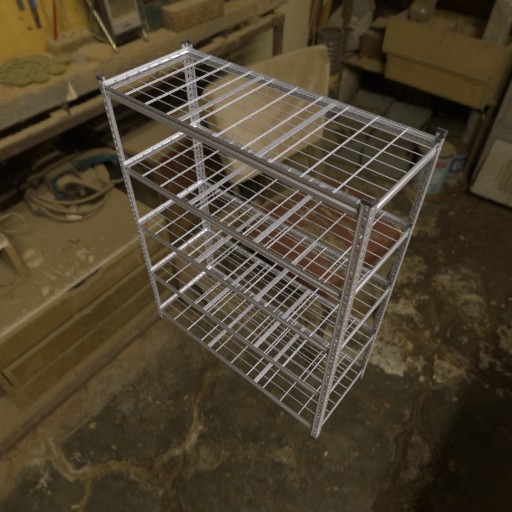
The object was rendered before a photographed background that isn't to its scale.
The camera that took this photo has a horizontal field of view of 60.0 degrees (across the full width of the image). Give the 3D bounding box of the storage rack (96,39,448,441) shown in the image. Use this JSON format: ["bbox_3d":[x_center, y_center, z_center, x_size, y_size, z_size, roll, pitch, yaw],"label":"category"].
[{"bbox_3d":[0.000,0.000,2.677,1.524,1.981,0.610,31,53,27],"label":"storage rack"}]
